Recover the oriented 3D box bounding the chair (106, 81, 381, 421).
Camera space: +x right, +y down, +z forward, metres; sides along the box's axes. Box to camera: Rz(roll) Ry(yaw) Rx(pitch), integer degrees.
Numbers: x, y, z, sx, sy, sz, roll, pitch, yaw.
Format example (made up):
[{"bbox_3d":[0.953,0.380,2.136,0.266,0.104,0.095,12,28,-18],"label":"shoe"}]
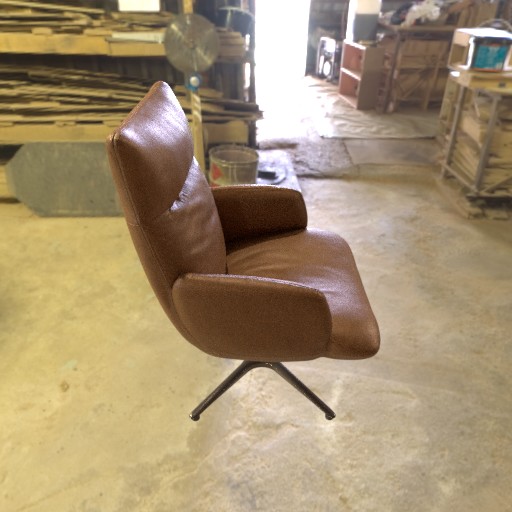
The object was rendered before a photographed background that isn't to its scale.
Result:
[{"bbox_3d":[0.000,0.000,1.516,0.794,1.027,0.711,0,32,0],"label":"chair"}]
